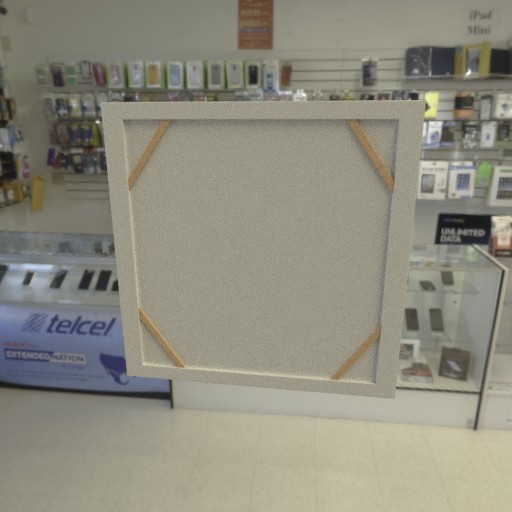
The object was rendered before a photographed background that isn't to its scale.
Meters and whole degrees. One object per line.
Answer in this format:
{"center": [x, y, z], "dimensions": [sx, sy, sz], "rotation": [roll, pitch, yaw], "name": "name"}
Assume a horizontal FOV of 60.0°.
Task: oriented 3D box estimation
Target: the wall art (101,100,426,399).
{"center": [0.000, 0.000, 1.657], "dimensions": [1.092, 1.091, 0.051], "rotation": [2, 17, 8], "name": "wall art"}
